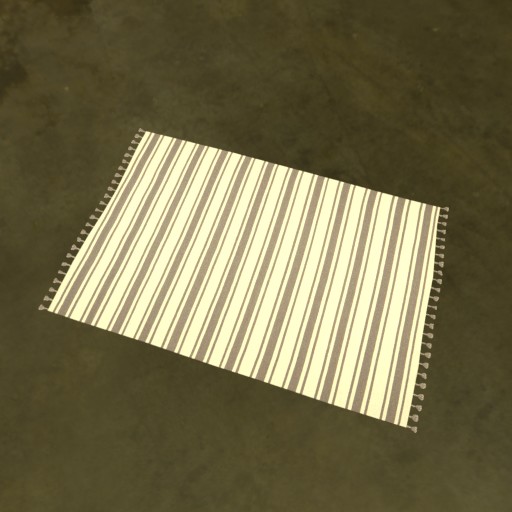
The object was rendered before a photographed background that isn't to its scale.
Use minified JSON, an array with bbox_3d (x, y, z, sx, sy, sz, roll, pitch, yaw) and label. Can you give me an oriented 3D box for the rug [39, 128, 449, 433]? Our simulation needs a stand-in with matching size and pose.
[{"bbox_3d":[0.000,0.000,2.980,2.425,0.014,1.563,16,65,8],"label":"rug"}]
